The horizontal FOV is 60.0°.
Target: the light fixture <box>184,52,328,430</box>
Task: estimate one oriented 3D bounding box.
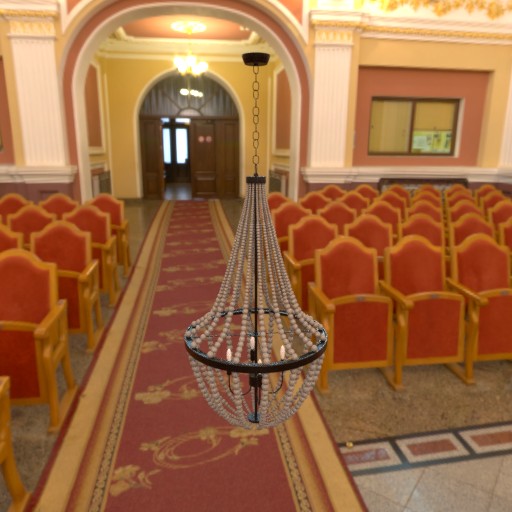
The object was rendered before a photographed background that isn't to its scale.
[{"bbox_3d":[0.000,0.000,1.349,0.450,1.133,0.450,0,14,0],"label":"light fixture"}]
